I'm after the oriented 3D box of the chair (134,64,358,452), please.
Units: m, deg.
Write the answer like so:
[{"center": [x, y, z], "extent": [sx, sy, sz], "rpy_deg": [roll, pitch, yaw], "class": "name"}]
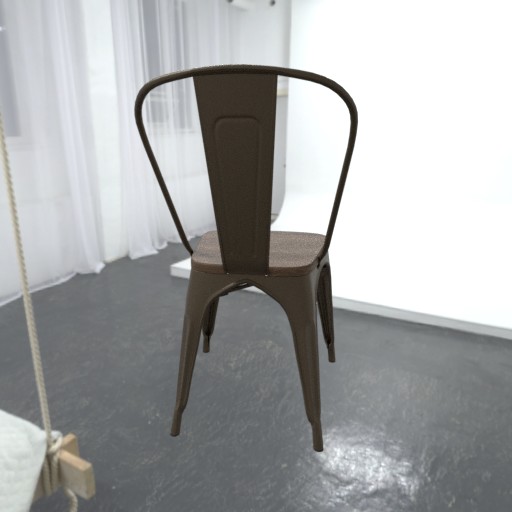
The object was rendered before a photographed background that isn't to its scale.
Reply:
[{"center": [0.000, 0.000, 1.138], "extent": [0.451, 0.844, 0.532], "rpy_deg": [2, 16, 9], "class": "chair"}]
